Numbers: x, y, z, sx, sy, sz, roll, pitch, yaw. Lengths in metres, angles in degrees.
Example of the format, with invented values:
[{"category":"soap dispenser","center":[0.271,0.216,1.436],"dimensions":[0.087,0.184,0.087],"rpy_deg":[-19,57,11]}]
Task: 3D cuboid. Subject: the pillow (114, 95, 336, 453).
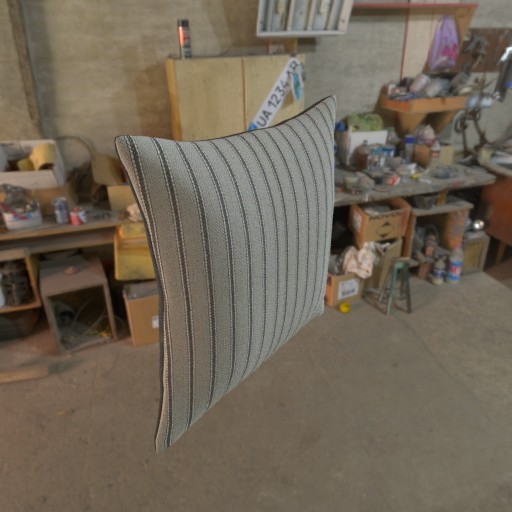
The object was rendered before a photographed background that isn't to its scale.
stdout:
[{"category":"pillow","center":[0.000,0.000,0.697],"dimensions":[0.138,0.444,0.468],"rpy_deg":[18,30,33]}]
